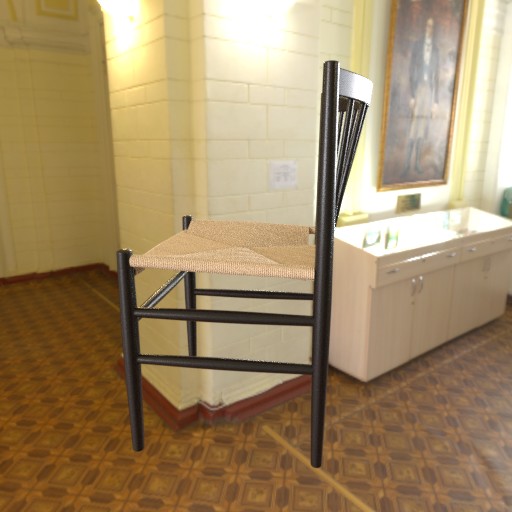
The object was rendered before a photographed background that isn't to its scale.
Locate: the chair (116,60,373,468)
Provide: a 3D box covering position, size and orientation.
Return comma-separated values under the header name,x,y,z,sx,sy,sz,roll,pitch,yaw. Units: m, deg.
name,x,y,z,sx,sy,sz,roll,pitch,yaw
chair,0.000,0.000,1.105,0.516,0.818,0.495,2,14,7
